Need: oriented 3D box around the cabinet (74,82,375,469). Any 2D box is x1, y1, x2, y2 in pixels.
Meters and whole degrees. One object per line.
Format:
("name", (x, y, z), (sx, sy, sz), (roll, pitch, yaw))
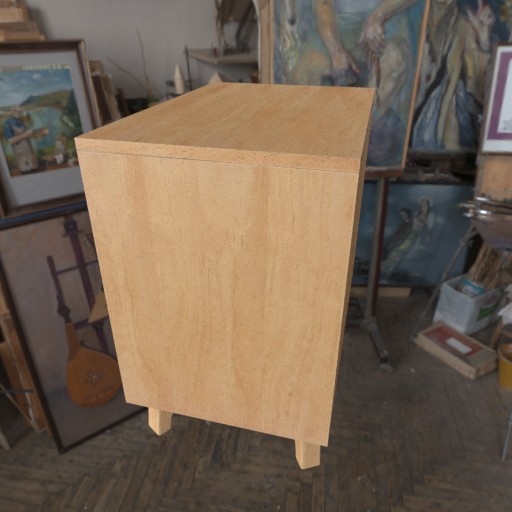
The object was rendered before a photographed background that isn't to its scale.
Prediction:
("cabinet", (0.000, 0.000, 0.923), (0.394, 0.599, 0.551), (7, 30, 13))
